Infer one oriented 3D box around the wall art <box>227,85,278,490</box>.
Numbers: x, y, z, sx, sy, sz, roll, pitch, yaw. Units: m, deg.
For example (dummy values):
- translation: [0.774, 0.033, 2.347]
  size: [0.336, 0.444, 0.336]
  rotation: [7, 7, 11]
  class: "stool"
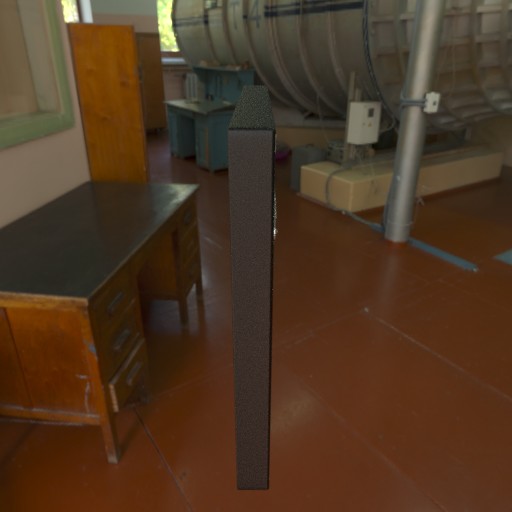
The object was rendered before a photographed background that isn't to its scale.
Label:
- translation: [0.000, 0.000, 0.605]
  size: [0.041, 0.407, 0.406]
  rotation: [0, 25, 0]
  class: "wall art"
